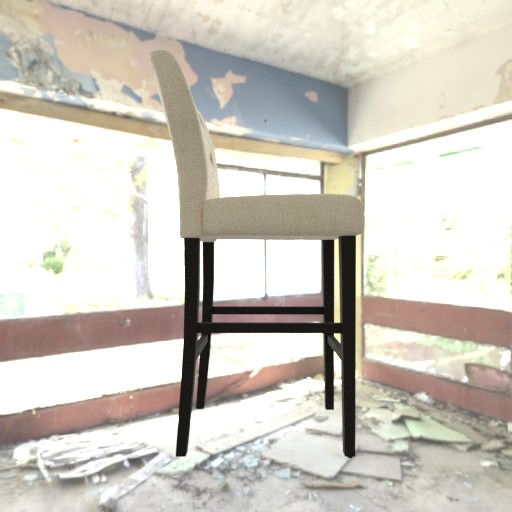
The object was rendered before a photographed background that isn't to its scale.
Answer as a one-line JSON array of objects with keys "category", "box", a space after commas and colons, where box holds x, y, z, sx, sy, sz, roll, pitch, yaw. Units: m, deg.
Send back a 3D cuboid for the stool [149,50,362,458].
[{"category": "stool", "box": [0.000, 0.000, 1.437, 0.603, 1.124, 0.516, 0, 0, 1]}]
